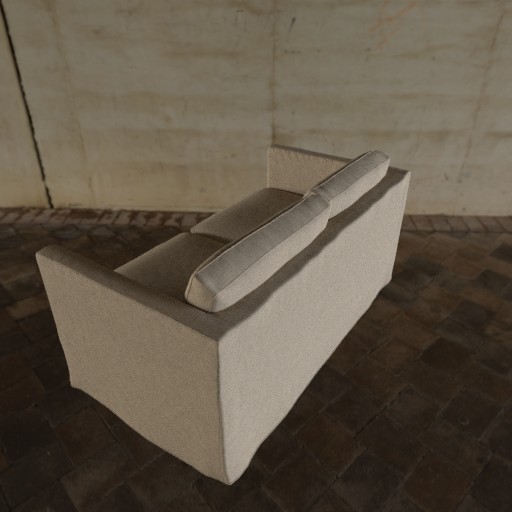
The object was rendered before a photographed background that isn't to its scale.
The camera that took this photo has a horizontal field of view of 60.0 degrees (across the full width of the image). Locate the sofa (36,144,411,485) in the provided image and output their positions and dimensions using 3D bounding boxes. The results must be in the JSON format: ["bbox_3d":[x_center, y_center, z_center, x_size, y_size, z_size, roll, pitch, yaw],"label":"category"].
[{"bbox_3d":[0.000,0.000,2.248,0.956,0.828,1.766,19,36,29],"label":"sofa"}]
